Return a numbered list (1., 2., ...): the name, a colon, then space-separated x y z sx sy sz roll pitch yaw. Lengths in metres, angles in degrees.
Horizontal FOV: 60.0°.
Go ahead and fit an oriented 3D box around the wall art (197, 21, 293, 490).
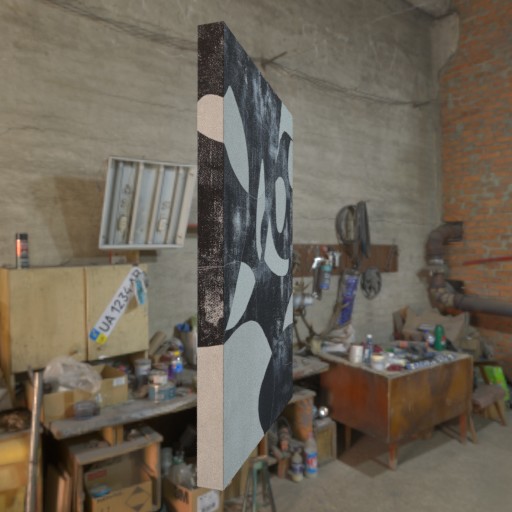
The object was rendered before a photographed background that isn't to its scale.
1. wall art: 0.000 0.000 0.774 0.039 0.610 0.407 0 0 17
